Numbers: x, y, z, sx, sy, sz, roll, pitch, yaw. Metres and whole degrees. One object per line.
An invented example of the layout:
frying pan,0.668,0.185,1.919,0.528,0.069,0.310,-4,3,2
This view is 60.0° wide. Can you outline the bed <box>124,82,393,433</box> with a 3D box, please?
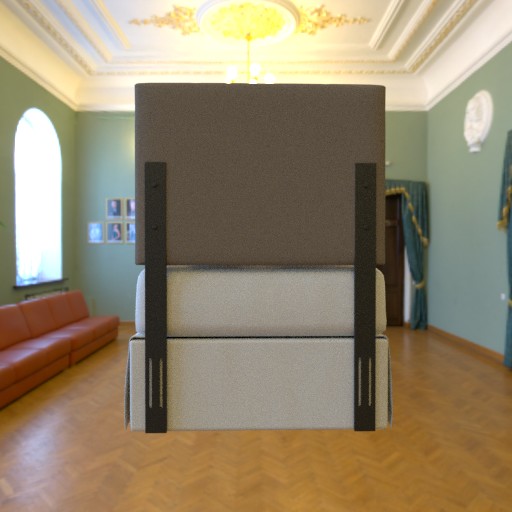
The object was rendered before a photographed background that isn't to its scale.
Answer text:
bed,0.000,0.000,2.968,1.261,1.571,1.997,0,1,-1
